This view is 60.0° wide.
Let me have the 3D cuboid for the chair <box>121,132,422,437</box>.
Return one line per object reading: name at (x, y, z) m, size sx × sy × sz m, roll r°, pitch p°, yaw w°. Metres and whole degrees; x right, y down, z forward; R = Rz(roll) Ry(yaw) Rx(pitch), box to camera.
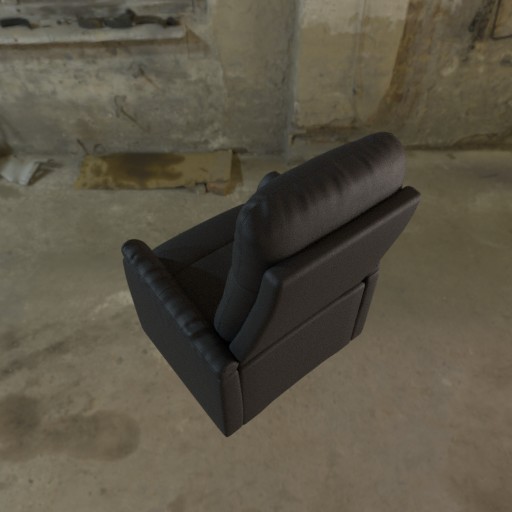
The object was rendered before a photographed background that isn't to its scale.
chair at (0.000, 0.000, 1.630) m, size 0.775 × 1.082 × 0.831 m, roll -30°, pitch 53°, yaw -26°
